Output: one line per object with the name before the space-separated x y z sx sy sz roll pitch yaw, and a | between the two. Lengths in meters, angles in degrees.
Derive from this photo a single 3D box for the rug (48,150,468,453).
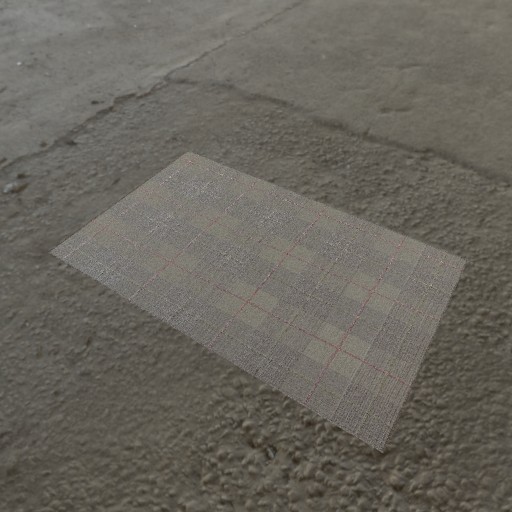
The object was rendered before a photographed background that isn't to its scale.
rug | 0.000 0.000 3.047 2.464 0.010 1.549 25 51 22
